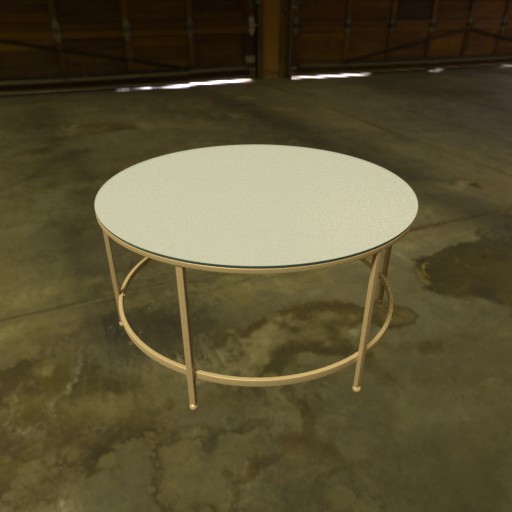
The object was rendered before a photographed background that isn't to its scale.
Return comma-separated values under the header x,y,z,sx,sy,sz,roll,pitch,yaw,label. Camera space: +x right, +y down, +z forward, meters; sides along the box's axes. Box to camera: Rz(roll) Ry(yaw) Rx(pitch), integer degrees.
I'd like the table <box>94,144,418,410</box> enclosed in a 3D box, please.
x,y,z,sx,sy,sz,roll,pitch,yaw,label
0.000,0.000,1.428,0.914,0.470,0.914,0,30,0,table
